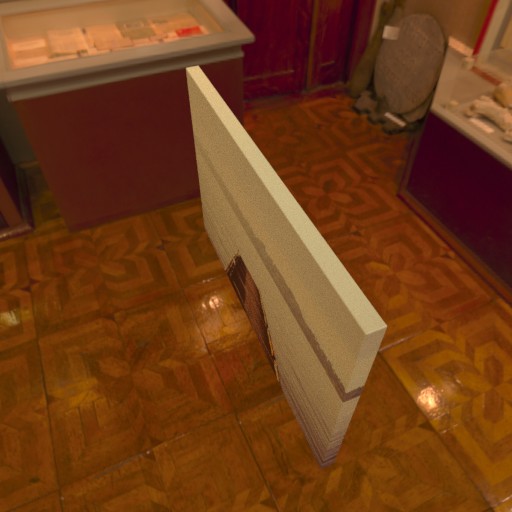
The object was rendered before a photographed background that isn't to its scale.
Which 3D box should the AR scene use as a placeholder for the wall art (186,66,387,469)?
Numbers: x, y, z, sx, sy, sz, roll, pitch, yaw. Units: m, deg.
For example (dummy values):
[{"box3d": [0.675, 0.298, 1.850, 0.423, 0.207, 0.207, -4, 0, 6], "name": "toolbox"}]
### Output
[{"box3d": [0.000, 0.000, 1.150, 0.037, 0.609, 0.916, -17, 50, -15], "name": "wall art"}]
